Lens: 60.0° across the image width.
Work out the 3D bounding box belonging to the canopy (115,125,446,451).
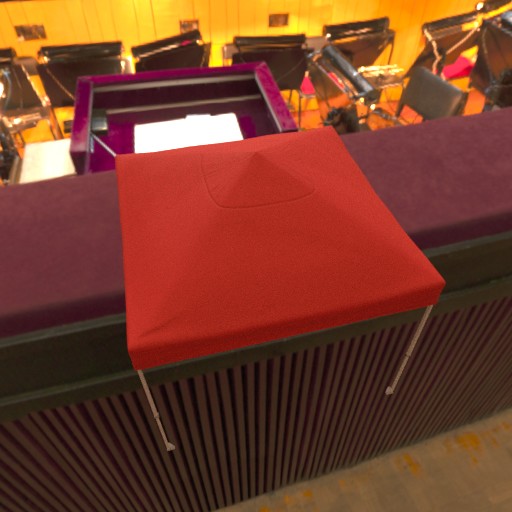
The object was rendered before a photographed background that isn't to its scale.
[{"bbox_3d":[0.000,0.000,5.484,2.998,2.997,2.996,-11,47,-10],"label":"canopy"}]
